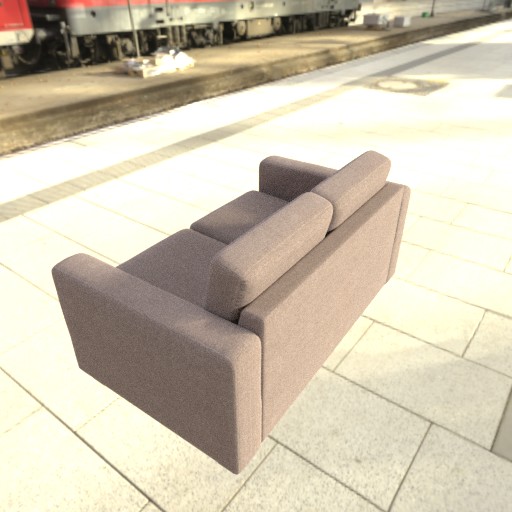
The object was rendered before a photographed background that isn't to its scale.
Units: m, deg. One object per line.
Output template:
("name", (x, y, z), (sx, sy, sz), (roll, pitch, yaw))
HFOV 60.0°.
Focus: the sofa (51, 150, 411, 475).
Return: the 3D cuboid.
("sofa", (0.000, 0.000, 2.039), (0.900, 0.800, 1.520), (20, 37, 29))
